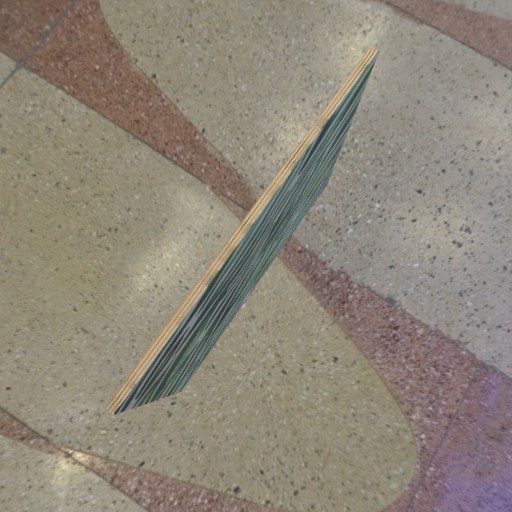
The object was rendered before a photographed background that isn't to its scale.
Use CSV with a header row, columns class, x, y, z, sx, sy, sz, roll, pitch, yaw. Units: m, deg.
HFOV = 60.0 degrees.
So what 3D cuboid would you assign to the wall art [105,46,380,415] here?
class,x,y,z,sx,sy,sz,roll,pitch,yaw
wall art,0.000,0.000,0.684,0.012,0.408,0.508,34,78,8
